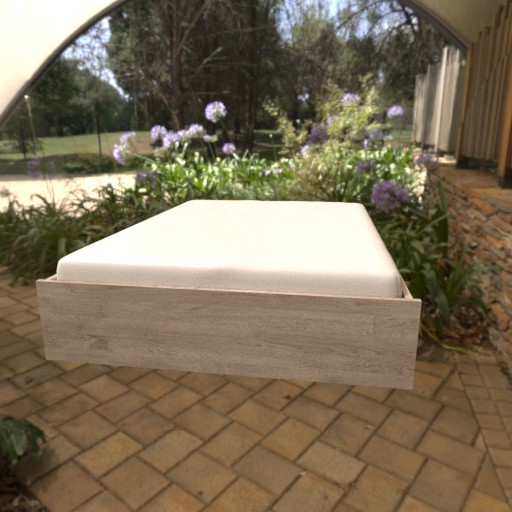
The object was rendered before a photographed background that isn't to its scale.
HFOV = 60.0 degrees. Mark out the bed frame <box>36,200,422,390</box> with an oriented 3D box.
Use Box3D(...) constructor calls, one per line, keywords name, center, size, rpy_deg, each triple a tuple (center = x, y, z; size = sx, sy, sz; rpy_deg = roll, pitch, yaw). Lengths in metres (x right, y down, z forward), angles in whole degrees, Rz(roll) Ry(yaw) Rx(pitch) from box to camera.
Box3D(name="bed frame", center=(0.000, 0.000, 2.636), size=(1.490, 0.462, 1.950), rpy_deg=(2, 15, 9))
